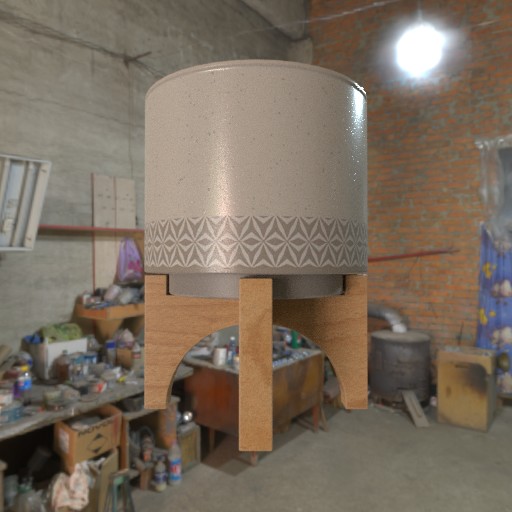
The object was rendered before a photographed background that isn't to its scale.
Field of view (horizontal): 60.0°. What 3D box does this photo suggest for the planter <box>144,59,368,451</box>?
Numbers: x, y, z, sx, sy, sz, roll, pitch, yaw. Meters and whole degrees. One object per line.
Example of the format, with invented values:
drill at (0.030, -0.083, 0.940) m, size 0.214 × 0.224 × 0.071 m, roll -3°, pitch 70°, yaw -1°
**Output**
planter at (0.000, 0.000, 0.265) m, size 0.130 × 0.178 × 0.130 m, roll 0°, pitch -1°, yaw 0°
